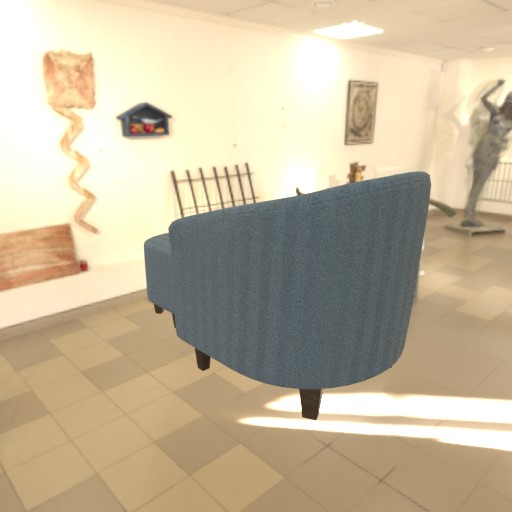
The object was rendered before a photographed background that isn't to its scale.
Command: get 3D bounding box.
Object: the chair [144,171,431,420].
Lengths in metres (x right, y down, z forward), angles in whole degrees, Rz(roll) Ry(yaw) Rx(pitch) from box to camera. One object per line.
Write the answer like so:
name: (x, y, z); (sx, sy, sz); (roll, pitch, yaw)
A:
chair: (0.000, 0.000, 1.773); (0.756, 0.757, 1.288); (-15, 23, -41)
